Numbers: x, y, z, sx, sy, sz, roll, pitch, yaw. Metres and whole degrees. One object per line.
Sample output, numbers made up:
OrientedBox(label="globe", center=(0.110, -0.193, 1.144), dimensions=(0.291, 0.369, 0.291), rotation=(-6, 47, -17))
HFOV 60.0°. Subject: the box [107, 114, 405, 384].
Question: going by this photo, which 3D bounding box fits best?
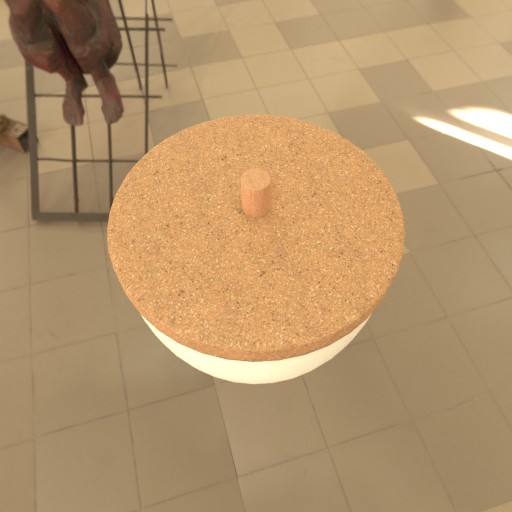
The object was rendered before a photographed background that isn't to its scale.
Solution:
OrientedBox(label="box", center=(0.000, 0.000, 0.186), dimensions=(0.107, 0.094, 0.107), rotation=(0, 57, 0))
